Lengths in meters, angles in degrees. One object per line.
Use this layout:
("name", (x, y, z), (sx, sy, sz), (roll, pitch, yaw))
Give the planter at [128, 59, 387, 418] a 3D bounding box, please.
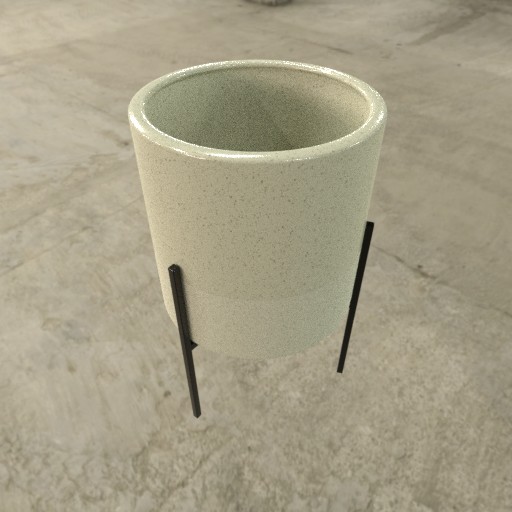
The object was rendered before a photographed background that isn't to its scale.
("planter", (0.000, 0.000, 0.537), (0.234, 0.390, 0.243), (-13, 42, -14))
